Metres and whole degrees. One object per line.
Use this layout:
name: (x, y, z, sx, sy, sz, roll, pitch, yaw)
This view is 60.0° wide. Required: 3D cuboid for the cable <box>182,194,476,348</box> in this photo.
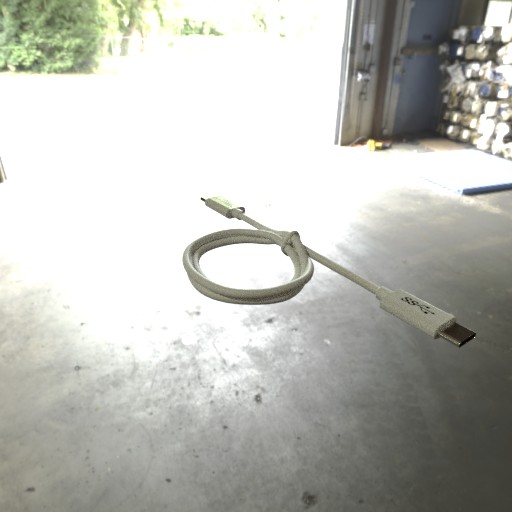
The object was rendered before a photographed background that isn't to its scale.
cable: (0.000, 0.000, 0.211, 0.070, 0.014, 0.186, -18, 33, -32)
